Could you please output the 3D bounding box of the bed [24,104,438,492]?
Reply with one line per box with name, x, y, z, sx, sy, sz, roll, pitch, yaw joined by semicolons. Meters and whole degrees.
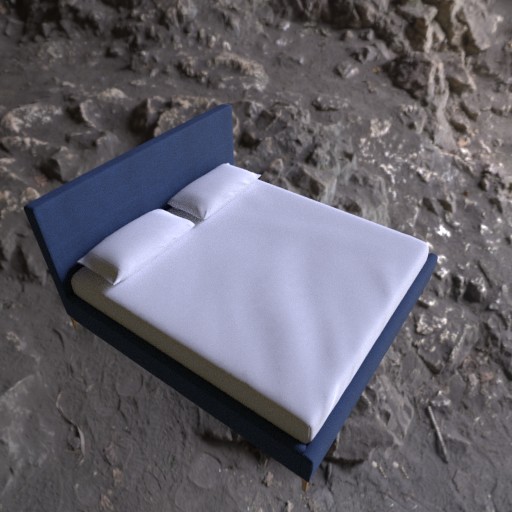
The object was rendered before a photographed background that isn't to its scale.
bed;0.000;0.000;3.392;2.232;1.231;2.096;25;47;26
